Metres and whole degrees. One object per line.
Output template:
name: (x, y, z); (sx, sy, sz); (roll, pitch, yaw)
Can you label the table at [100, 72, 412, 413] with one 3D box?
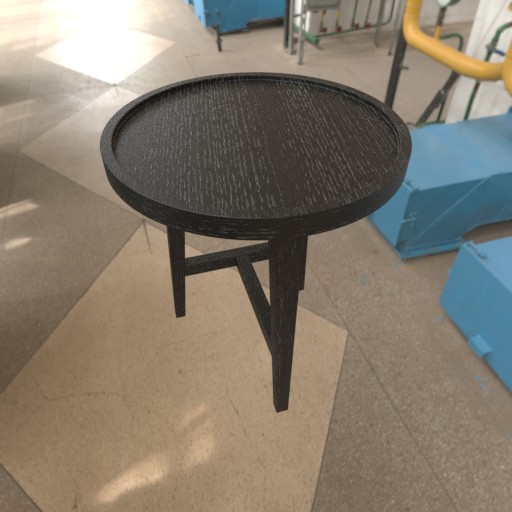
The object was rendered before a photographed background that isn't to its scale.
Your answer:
table: (0.000, 0.000, 0.738); (0.399, 0.460, 0.399); (0, 42, 0)
